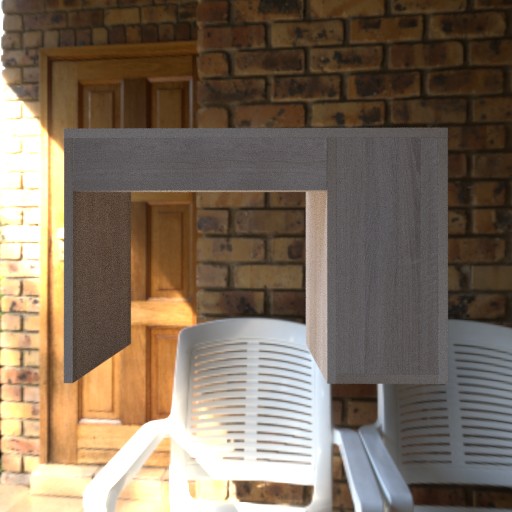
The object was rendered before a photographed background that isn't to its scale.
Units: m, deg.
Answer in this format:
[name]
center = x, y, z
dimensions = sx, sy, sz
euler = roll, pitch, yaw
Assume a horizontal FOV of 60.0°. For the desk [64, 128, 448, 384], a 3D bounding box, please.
[desk]
center = 0.000, 0.000, 1.568
dimensions = 1.100, 0.731, 0.600
euler = 0, 0, 0
